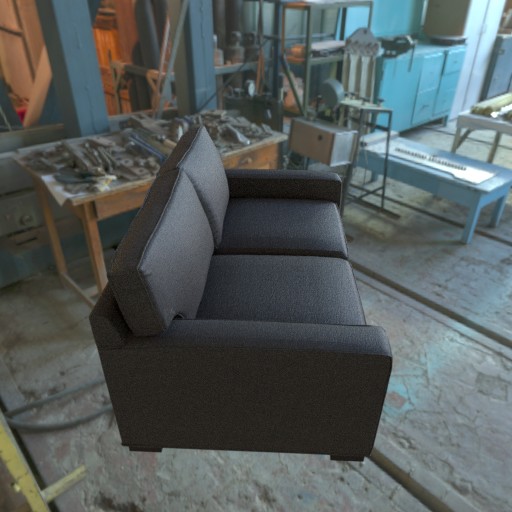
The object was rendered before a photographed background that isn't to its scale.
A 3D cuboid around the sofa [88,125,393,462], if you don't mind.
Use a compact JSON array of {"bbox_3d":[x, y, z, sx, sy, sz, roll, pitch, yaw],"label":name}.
[{"bbox_3d":[0.000,0.000,2.119,0.974,0.887,1.534,1,33,2],"label":"sofa"}]
